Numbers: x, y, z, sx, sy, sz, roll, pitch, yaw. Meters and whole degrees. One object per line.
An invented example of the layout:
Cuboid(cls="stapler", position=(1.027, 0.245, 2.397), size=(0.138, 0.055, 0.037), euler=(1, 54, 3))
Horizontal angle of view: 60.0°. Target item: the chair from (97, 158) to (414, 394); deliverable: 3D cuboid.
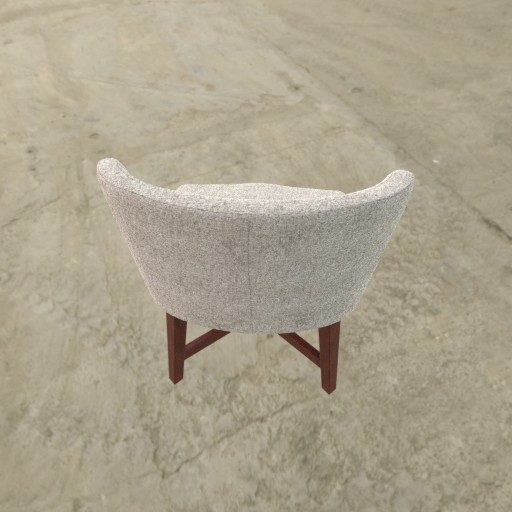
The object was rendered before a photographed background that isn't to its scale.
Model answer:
Cuboid(cls="chair", position=(0.000, 0.000, 1.339), size=(0.728, 0.827, 0.575), euler=(3, 46, 3))
